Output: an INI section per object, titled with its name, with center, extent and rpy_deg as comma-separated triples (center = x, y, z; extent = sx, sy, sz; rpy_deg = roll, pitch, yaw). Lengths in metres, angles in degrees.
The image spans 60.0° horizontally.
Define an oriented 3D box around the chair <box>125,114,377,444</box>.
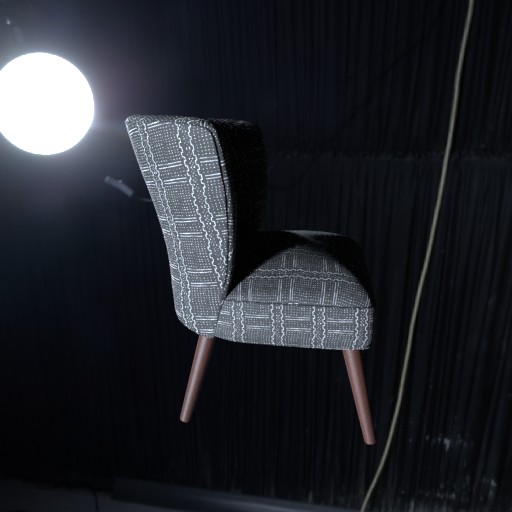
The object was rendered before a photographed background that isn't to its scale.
[chair]
center = 0.000, 0.000, 1.429
extent = 0.758, 0.866, 0.710
rpy_deg = 2, 17, 8
